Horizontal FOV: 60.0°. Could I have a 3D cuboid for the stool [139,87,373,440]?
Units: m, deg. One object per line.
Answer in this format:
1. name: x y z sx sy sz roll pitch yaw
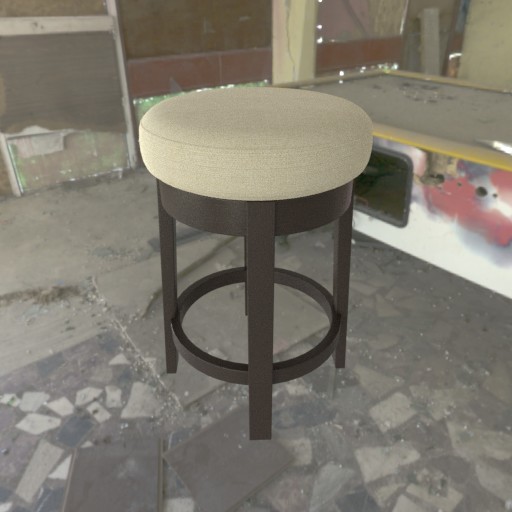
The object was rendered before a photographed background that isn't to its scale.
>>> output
1. stool: 0.000 0.000 0.972 0.449 0.655 0.449 0 30 0
